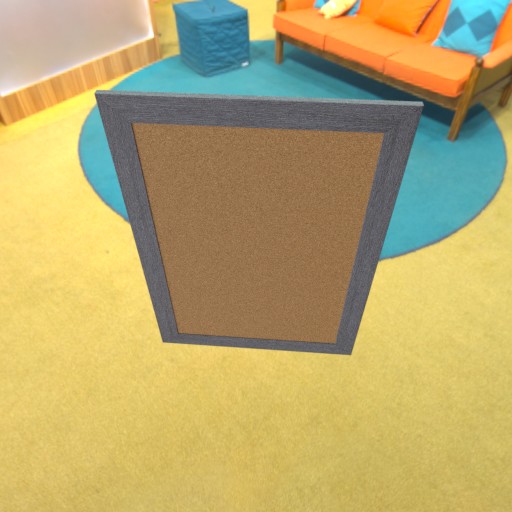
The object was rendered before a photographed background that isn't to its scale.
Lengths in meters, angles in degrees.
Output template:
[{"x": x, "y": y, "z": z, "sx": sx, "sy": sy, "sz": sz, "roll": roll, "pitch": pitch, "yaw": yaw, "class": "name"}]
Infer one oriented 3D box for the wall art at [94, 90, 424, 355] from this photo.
[{"x": 0.000, "y": 0.000, "z": 1.423, "sx": 0.768, "sy": 1.070, "sz": 0.020, "roll": 3, "pitch": 46, "yaw": 3, "class": "wall art"}]
